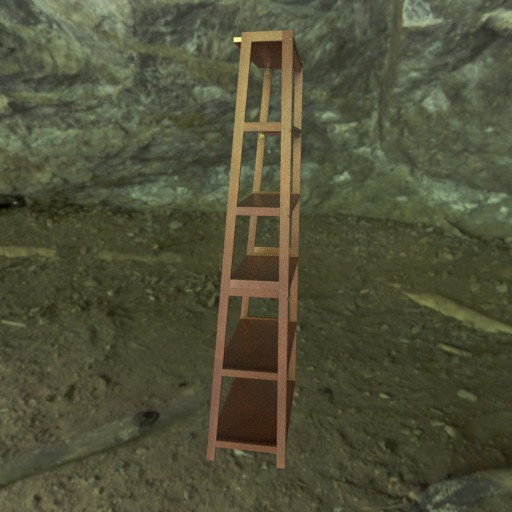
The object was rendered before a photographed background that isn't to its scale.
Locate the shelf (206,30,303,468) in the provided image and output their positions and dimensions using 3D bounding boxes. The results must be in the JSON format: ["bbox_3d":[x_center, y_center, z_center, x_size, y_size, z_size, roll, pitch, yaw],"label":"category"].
[{"bbox_3d":[0.000,0.000,2.203,0.382,1.892,0.660,2,14,9],"label":"shelf"}]
